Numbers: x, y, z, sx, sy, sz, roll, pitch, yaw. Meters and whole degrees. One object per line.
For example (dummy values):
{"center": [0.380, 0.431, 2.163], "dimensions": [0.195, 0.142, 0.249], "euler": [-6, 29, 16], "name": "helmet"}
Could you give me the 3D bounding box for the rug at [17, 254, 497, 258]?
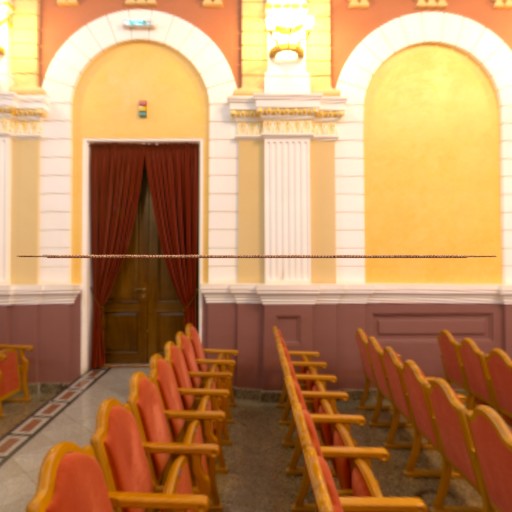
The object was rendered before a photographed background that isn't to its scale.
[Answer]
{"center": [0.000, 0.000, 2.009], "dimensions": [1.718, 0.017, 0.905], "euler": [0, 0, 0], "name": "rug"}
